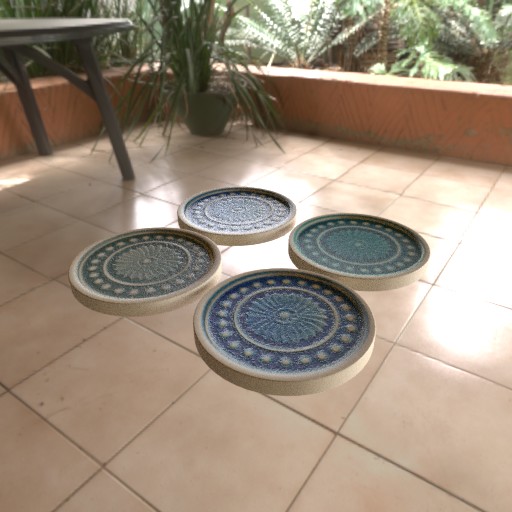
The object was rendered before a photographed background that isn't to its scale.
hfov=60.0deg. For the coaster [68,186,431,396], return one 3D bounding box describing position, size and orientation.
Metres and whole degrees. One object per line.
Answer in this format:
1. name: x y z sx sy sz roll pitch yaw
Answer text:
1. coaster: 0.000 0.000 0.336 0.224 0.010 0.220 19 35 29
